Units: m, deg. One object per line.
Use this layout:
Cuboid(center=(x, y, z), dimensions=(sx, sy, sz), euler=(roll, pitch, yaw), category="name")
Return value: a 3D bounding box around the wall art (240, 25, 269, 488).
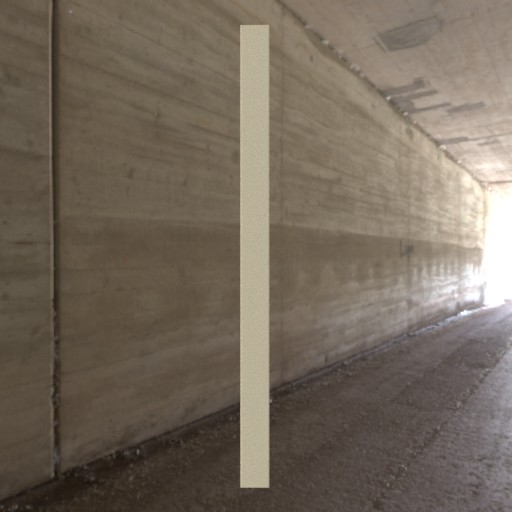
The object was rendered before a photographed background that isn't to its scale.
Cuboid(center=(0.000, 0.000, 0.792), dimensions=(0.038, 0.608, 0.418), euler=(0, 1, 0), category="wall art")
